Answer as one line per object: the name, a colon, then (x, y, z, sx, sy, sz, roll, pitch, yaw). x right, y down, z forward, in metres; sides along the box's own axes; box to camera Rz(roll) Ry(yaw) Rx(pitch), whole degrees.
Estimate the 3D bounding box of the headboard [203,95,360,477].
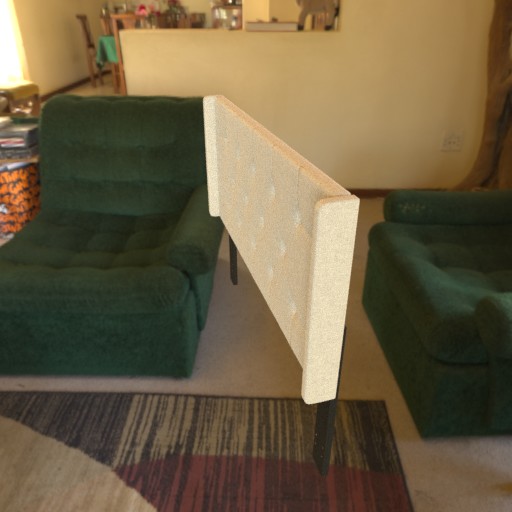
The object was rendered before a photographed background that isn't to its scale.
headboard: (0.000, 0.000, 2.671, 0.184, 1.524, 2.051, -8, 30, -14)
